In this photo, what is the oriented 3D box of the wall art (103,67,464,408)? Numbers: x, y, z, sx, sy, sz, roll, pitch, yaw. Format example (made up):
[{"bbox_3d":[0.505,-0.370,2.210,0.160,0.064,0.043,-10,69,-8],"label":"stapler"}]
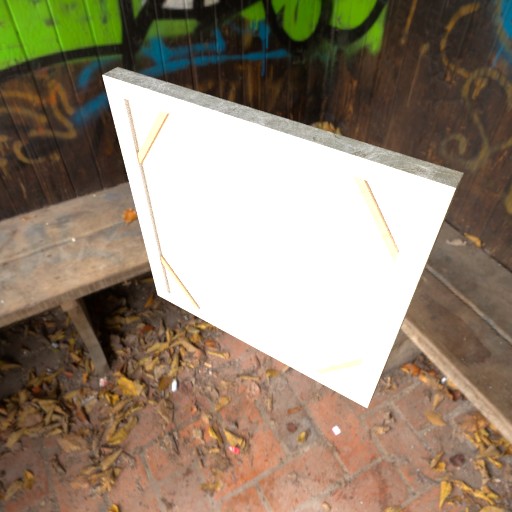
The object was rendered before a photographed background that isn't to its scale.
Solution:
[{"bbox_3d":[0.000,0.000,0.892,0.610,0.610,0.038,24,51,22],"label":"wall art"}]
